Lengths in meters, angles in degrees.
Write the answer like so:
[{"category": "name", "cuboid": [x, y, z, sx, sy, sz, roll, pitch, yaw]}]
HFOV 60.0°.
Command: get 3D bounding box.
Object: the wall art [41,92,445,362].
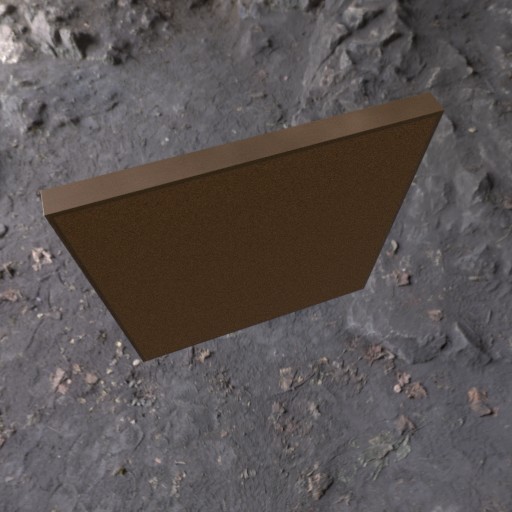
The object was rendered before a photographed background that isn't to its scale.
[{"category": "wall art", "cuboid": [0.000, 0.000, 0.763, 0.513, 0.511, 0.038, -17, 60, -10]}]
